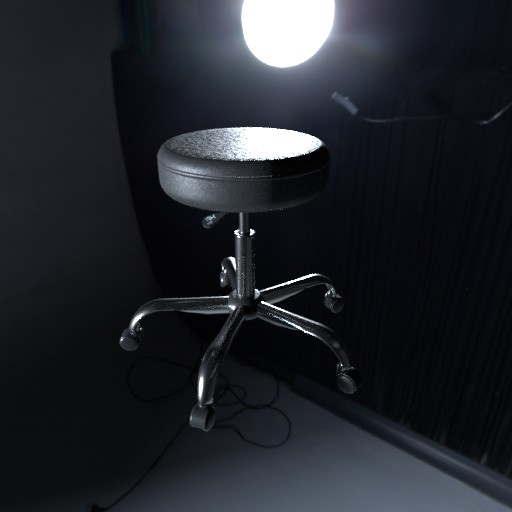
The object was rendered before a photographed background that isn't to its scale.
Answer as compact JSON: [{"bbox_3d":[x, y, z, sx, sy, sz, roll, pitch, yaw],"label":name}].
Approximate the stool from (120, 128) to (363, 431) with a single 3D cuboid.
[{"bbox_3d":[0.000,0.000,1.145,0.638,0.576,0.673,18,32,32],"label":"stool"}]
